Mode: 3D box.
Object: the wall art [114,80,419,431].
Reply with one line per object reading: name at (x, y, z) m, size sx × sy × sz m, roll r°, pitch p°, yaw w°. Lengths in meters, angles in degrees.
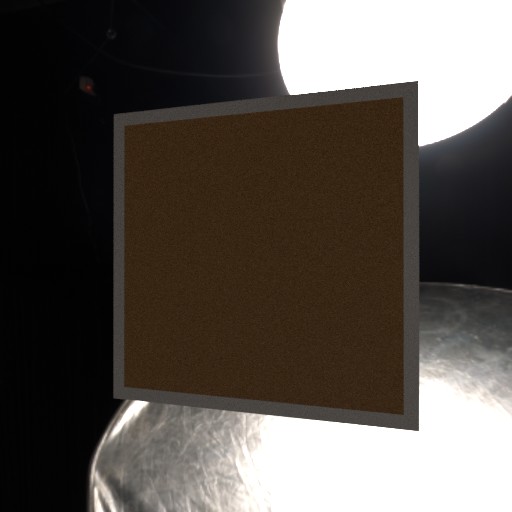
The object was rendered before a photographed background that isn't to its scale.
wall art at (0.000, 0.000, 0.443) m, size 0.305 × 0.302 × 0.038 m, roll 0°, pitch 0°, yaw 17°
